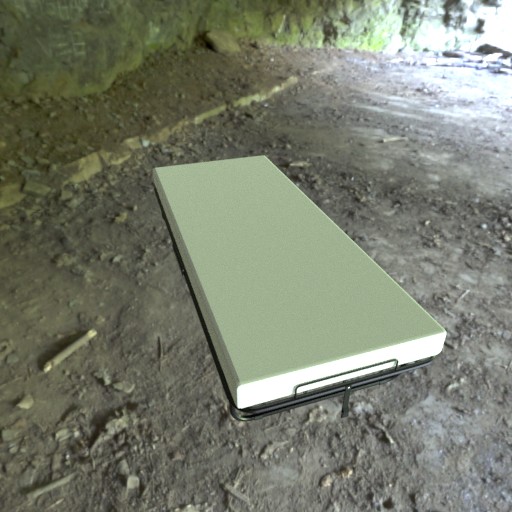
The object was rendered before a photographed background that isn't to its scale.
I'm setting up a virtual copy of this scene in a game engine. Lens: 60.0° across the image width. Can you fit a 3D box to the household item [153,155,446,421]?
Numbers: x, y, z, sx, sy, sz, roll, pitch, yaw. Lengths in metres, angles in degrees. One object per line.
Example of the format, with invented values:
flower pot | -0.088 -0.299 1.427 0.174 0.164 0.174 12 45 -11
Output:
household item | 0.000 0.000 2.227 0.787 0.356 1.905 -10 34 -16
